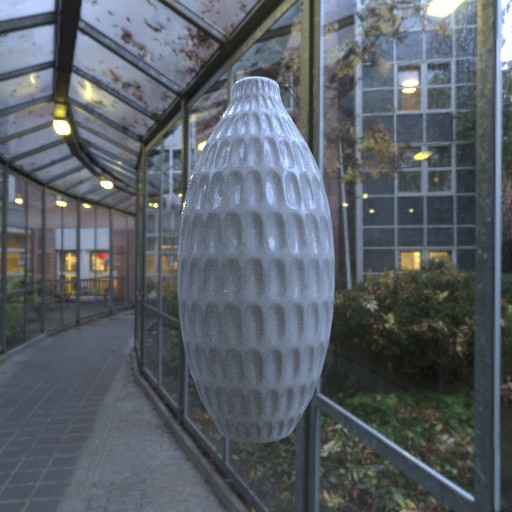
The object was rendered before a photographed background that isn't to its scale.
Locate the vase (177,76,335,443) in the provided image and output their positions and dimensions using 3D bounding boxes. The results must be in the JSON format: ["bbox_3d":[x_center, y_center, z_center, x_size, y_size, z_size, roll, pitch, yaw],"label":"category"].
[{"bbox_3d":[0.000,0.000,0.363,0.127,0.282,0.127,0,-1,0],"label":"vase"}]
